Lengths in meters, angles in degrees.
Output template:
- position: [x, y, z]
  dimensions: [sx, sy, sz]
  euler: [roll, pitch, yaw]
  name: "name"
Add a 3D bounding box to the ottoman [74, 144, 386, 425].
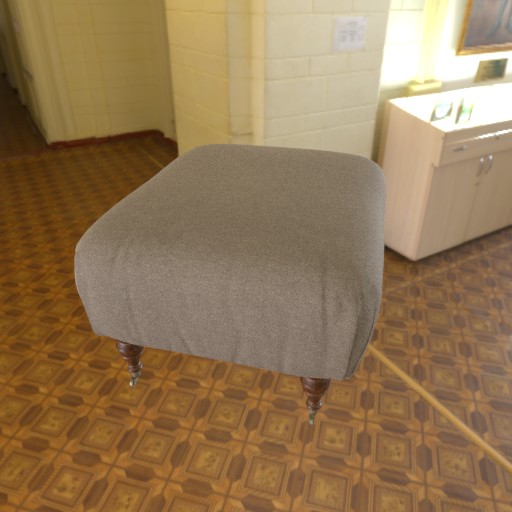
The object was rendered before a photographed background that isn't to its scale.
- position: [0.000, 0.000, 1.167]
  dimensions: [0.622, 0.450, 0.747]
  euler: [8, 31, 13]
  name: "ottoman"
